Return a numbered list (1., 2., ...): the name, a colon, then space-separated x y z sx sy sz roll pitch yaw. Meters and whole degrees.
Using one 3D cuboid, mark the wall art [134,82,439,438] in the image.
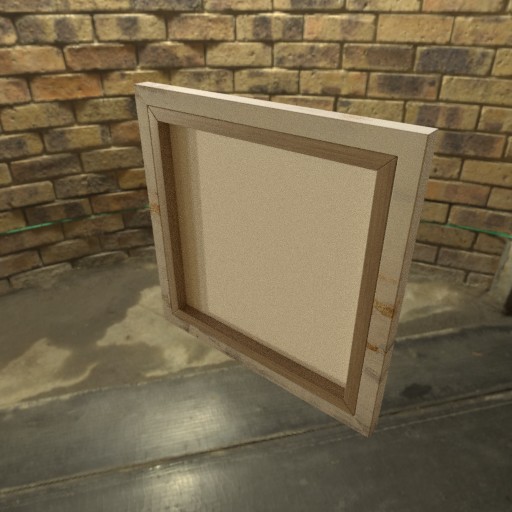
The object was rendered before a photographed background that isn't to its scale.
1. wall art: 0.000 0.000 0.914 0.611 0.613 0.040 22 37 32
